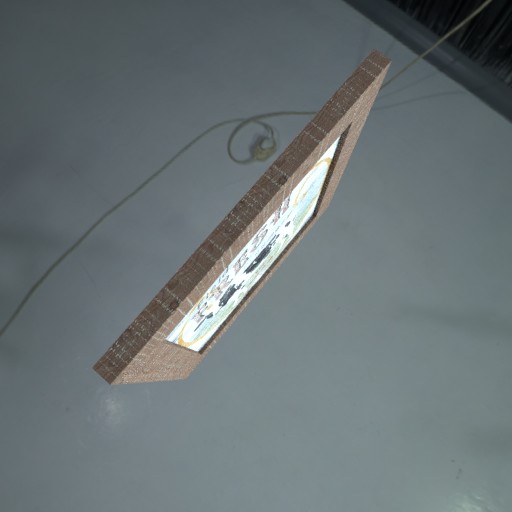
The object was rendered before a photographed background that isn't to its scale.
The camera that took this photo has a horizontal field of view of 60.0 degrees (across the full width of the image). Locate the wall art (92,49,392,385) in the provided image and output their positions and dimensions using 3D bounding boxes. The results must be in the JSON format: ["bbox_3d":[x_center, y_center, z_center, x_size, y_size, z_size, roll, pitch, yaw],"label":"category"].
[{"bbox_3d":[0.000,0.000,0.790,0.029,0.531,0.531,38,78,9],"label":"wall art"}]
